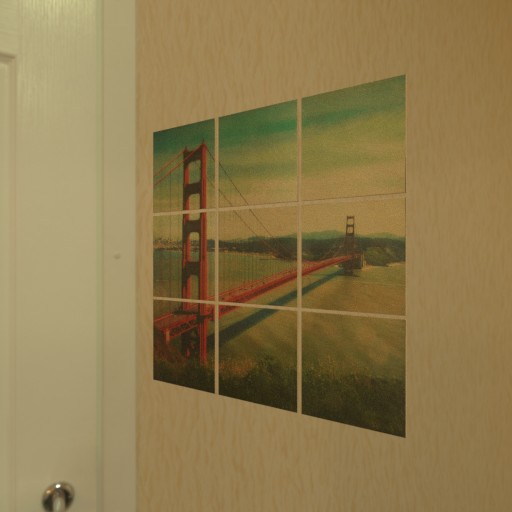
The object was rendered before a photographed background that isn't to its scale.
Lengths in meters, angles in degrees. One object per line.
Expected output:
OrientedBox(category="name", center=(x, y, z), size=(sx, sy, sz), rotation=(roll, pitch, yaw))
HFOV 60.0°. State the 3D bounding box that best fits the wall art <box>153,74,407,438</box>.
OrientedBox(category="wall art", center=(0.000, 0.000, 2.273), size=(1.519, 1.507, 0.014), rotation=(0, 0, 35))
